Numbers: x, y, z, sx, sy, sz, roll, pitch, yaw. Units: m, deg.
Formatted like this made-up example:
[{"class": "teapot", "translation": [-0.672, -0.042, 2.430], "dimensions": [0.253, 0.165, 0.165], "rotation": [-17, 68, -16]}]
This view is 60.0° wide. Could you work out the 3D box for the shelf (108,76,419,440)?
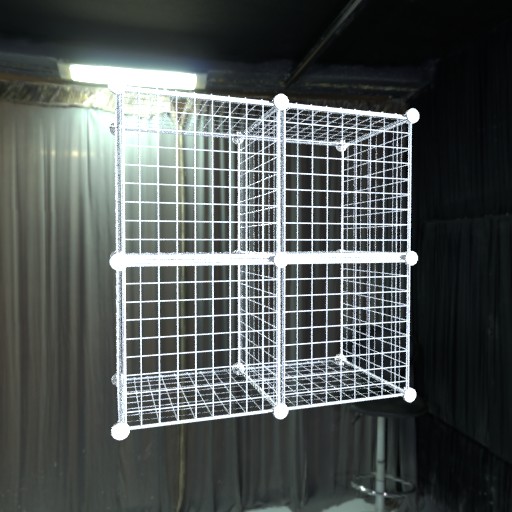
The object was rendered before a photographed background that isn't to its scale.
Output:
[{"class": "shelf", "translation": [0.000, 0.000, 1.138], "dimensions": [0.711, 0.711, 0.356], "rotation": [-1, 2, -18]}]
